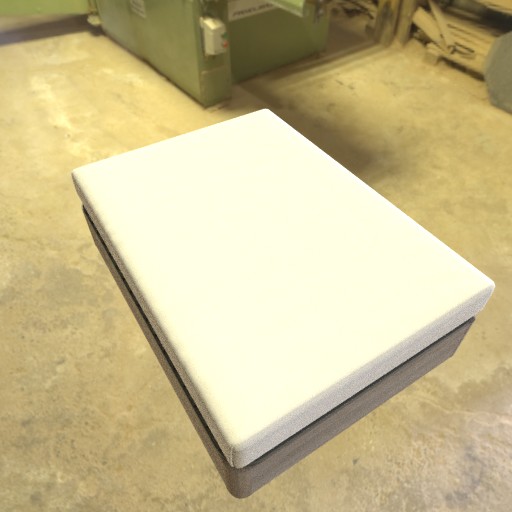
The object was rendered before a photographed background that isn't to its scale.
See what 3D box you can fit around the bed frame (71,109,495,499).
[{"bbox_3d":[0.000,0.000,2.465,1.400,0.561,1.900,-25,51,-22],"label":"bed frame"}]
